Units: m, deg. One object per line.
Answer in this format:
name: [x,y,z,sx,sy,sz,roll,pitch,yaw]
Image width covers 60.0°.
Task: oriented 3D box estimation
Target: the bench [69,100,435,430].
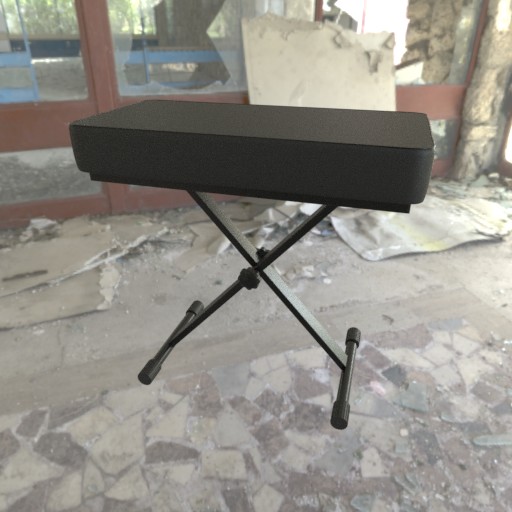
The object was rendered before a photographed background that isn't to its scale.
bench: [0.000,0.000,0.930,0.600,0.561,0.300,8,29,15]
